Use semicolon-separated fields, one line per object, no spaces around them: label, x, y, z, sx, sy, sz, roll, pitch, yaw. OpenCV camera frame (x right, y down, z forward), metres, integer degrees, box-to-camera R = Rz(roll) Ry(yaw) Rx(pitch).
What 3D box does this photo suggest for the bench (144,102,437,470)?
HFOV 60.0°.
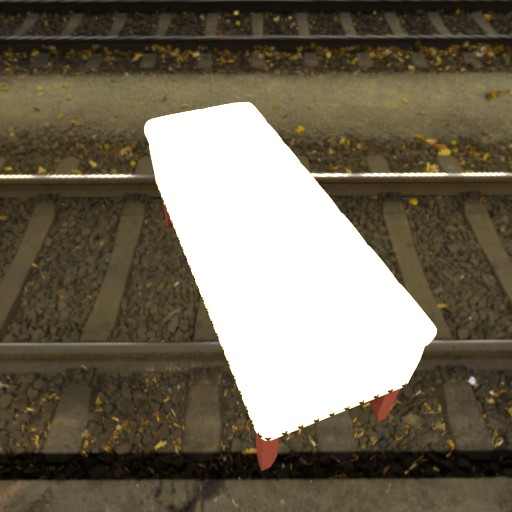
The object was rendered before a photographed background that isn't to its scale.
bench;0.000;0.000;1.330;0.400;0.470;1.054;-16;48;-15
